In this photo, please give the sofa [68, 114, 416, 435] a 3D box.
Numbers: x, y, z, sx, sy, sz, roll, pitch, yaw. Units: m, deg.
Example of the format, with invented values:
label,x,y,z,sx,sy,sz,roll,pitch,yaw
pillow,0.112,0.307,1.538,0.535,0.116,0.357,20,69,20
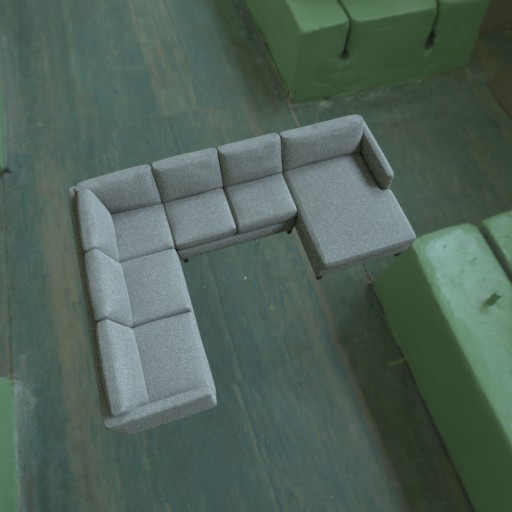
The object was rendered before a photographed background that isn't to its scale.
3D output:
label,x,y,z,sx,sy,sz,roll,pitch,yaw
sofa,0.000,0.000,4.654,3.460,0.959,2.593,-16,64,-8
